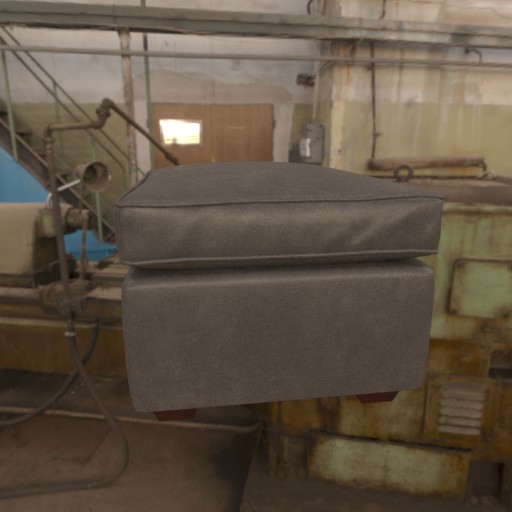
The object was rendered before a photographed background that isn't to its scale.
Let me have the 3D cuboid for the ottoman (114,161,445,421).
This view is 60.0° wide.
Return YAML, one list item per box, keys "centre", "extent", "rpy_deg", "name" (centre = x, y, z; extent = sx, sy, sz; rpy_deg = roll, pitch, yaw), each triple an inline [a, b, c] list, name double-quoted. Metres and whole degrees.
- centre: [0.000, 0.000, 1.097]
  extent: [0.554, 0.445, 0.756]
  rpy_deg: [-2, 15, -8]
  name: "ottoman"
